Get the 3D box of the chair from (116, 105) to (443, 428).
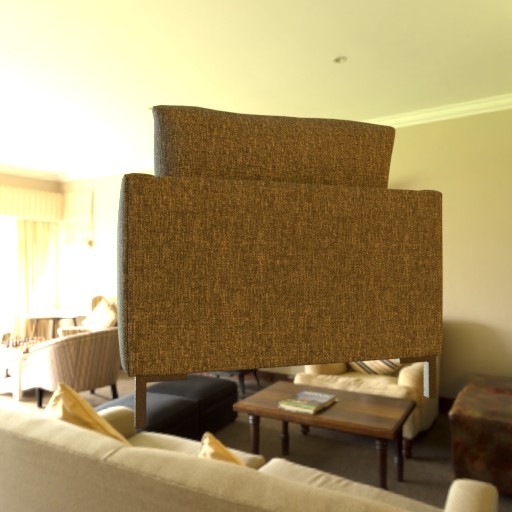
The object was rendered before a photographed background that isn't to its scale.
[{"bbox_3d":[0.000,0.000,1.612,0.963,0.861,0.866,0,-1,-17],"label":"chair"}]
